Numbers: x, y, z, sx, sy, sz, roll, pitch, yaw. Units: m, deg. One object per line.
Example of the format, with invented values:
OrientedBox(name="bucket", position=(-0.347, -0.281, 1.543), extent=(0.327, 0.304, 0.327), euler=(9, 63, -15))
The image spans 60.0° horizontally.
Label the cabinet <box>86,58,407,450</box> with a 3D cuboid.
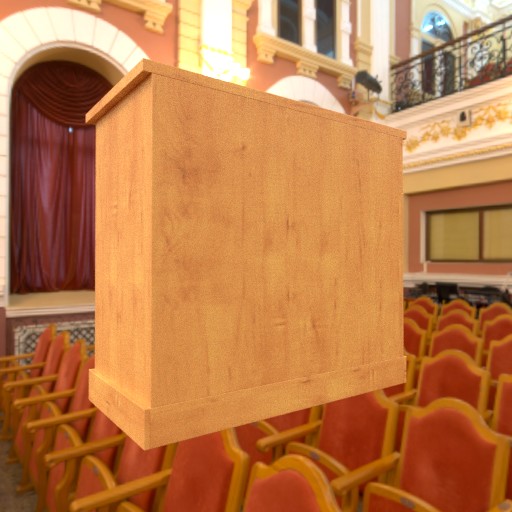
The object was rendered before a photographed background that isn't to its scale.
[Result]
OrientedBox(name="cabinet", position=(0.000, 0.000, 1.396), extent=(0.920, 0.840, 0.450), euler=(0, -1, -36))
